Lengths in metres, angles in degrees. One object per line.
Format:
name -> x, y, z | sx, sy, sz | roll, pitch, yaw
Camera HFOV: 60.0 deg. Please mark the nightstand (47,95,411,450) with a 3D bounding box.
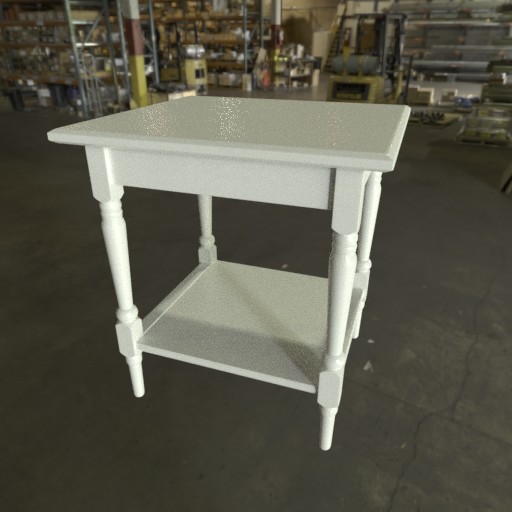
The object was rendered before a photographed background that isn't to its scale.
nightstand -> 0.000, 0.000, 0.905 | 0.505, 0.555, 0.459 | 9, 28, 18
